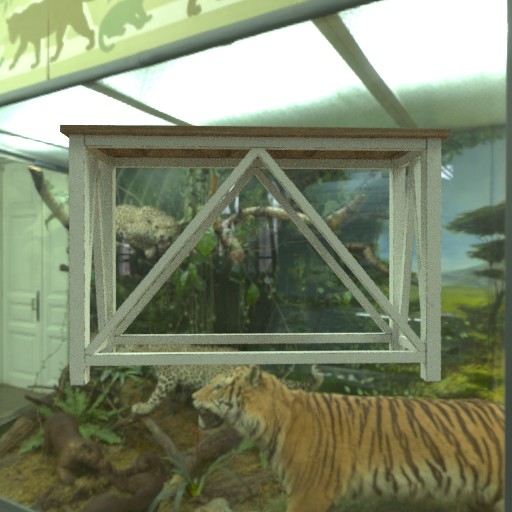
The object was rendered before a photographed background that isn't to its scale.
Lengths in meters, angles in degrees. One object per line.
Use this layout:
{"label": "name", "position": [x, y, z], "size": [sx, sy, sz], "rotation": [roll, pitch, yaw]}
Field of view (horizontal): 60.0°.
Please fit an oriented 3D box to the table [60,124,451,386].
{"label": "table", "position": [0.000, 0.000, 1.811], "size": [1.400, 0.930, 0.450], "rotation": [0, 0, -2]}
